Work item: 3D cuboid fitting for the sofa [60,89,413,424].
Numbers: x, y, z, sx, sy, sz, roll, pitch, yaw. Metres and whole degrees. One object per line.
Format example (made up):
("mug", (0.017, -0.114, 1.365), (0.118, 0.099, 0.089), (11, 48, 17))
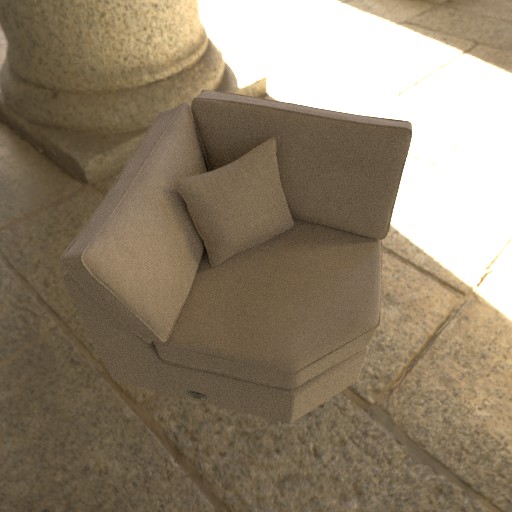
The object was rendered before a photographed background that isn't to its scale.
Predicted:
("sofa", (0.000, 0.000, 1.836), (1.042, 0.937, 1.050), (11, 48, 10))
